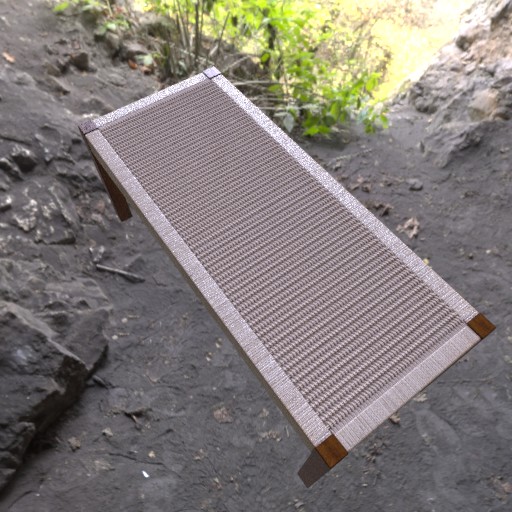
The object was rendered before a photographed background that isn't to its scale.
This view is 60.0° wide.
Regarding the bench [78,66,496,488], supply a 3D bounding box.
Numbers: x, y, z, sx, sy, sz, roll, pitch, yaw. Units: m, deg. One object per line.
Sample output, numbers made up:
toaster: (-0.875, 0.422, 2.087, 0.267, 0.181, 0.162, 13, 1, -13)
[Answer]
bench: (0.000, 0.000, 1.396, 0.507, 0.457, 1.198, -32, 63, -18)
